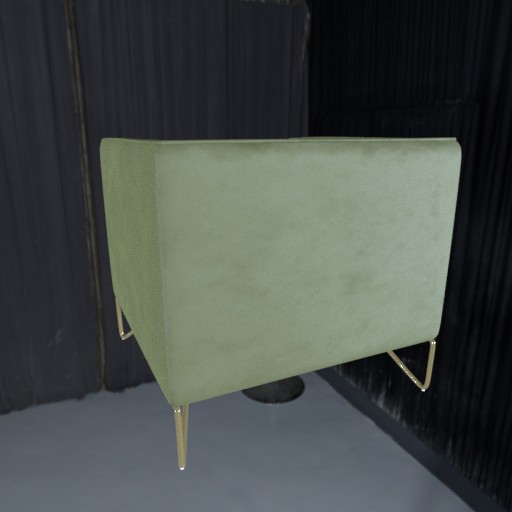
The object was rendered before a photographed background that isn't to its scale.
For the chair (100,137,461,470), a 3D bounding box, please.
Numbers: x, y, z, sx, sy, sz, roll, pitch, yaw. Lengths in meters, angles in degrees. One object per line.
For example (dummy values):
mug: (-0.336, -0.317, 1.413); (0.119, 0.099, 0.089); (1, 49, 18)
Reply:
chair: (0.000, 0.000, 1.521); (0.880, 0.790, 0.894); (-7, 17, -25)
